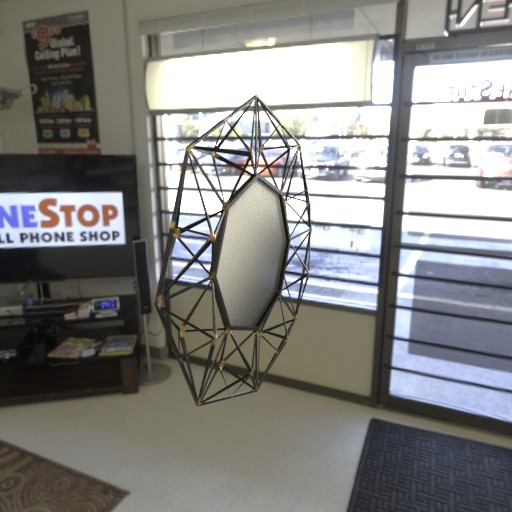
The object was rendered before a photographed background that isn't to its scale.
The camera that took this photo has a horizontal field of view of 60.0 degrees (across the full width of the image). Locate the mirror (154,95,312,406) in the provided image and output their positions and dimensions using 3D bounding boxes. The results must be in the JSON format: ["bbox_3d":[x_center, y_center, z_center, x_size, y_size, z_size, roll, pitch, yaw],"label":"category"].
[{"bbox_3d":[0.000,0.000,1.036,0.094,0.710,0.710,8,17,27],"label":"mirror"}]
